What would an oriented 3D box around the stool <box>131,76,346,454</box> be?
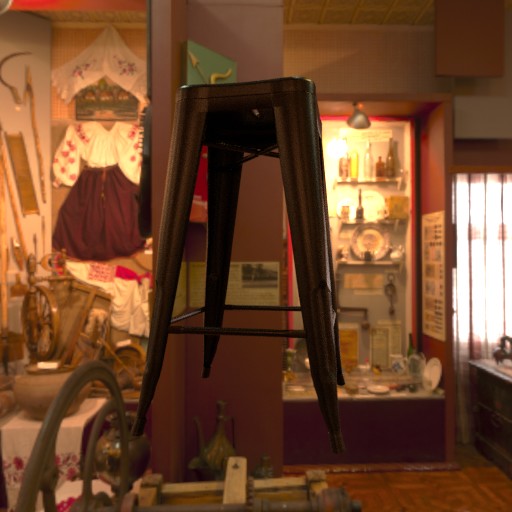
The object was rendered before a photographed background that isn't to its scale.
[{"bbox_3d":[0.000,0.000,0.903,0.423,0.609,0.455,0,0,0],"label":"stool"}]
